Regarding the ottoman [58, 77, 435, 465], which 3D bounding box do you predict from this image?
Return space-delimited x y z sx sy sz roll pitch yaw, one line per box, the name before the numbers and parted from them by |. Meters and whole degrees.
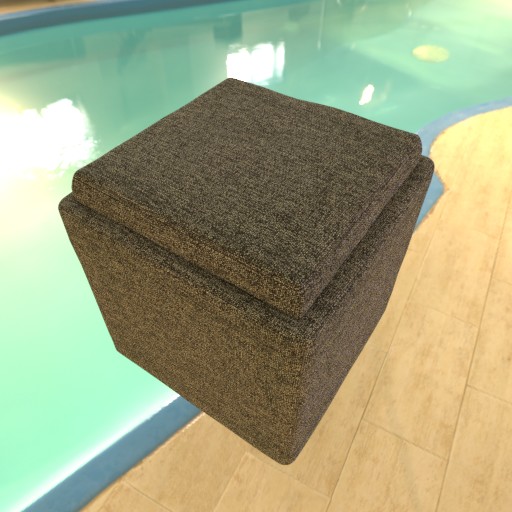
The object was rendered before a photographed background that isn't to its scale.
ottoman | 0.000 0.000 0.827 0.450 0.463 0.450 26 52 23
